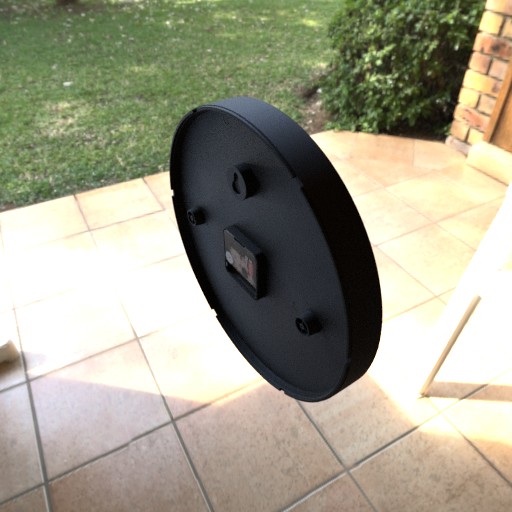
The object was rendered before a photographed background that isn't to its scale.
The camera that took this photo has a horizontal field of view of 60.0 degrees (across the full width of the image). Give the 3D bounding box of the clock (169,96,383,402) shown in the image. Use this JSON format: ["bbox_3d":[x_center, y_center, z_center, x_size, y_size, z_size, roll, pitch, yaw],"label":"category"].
[{"bbox_3d":[0.000,0.000,0.432,0.040,0.293,0.293,-24,46,-26],"label":"clock"}]
